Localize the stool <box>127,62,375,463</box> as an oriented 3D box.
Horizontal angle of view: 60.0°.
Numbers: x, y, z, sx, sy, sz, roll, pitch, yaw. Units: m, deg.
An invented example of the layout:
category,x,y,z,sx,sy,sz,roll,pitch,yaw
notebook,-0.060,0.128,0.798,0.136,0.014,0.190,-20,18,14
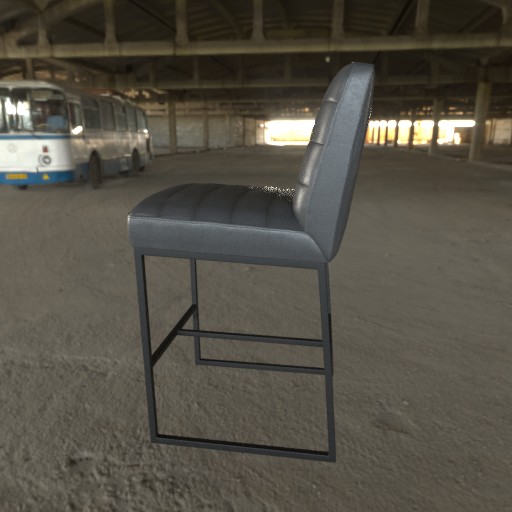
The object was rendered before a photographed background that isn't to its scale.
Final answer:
category,x,y,z,sx,sy,sz,roll,pitch,yaw
stool,0.000,0.000,1.230,0.552,0.938,0.457,2,16,8
